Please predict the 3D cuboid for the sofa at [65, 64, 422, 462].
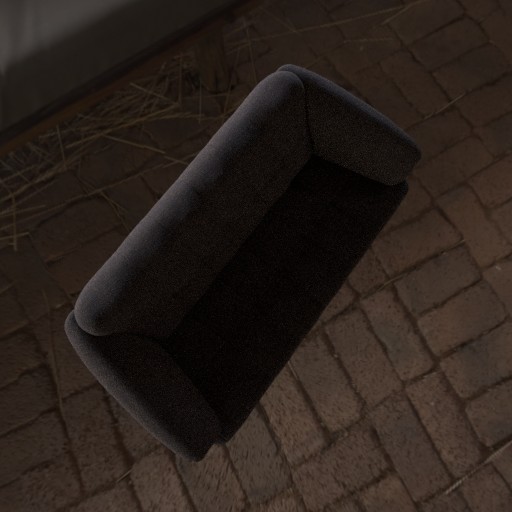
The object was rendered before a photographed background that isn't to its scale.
[{"bbox_3d":[0.000,0.000,2.251,0.887,0.790,1.849,36,79,8],"label":"sofa"}]
